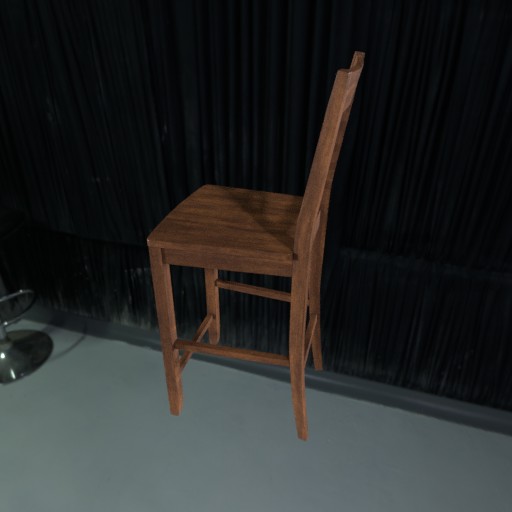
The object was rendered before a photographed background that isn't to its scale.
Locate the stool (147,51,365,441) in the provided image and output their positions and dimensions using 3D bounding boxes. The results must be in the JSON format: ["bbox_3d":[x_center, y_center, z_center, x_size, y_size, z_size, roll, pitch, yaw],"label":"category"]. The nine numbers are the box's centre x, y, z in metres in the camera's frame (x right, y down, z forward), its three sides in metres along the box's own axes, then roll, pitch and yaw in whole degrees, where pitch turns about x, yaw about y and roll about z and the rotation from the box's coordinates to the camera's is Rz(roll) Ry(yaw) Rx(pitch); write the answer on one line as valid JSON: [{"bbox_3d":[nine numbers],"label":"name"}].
[{"bbox_3d":[0.000,0.000,1.330,0.504,1.098,0.426,8,30,14],"label":"stool"}]
